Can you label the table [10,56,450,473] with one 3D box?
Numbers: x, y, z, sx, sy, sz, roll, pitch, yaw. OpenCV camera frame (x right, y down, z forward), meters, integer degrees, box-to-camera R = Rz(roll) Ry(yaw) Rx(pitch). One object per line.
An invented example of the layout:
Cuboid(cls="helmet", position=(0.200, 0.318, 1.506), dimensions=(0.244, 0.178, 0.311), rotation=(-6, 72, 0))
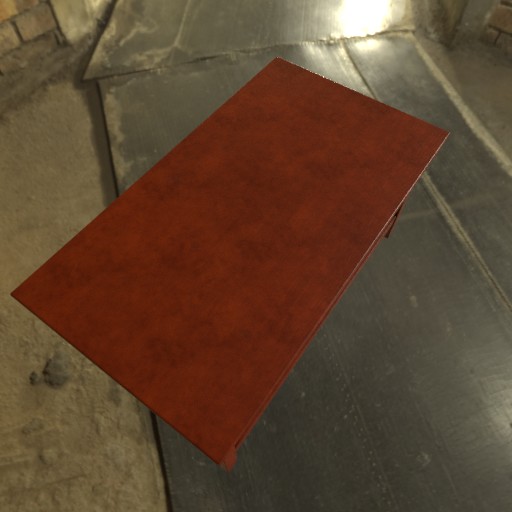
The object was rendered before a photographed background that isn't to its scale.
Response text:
Cuboid(cls="table", position=(0.000, 0.000, 1.194), dimensions=(0.533, 0.456, 0.943), rotation=(32, 64, 18))
